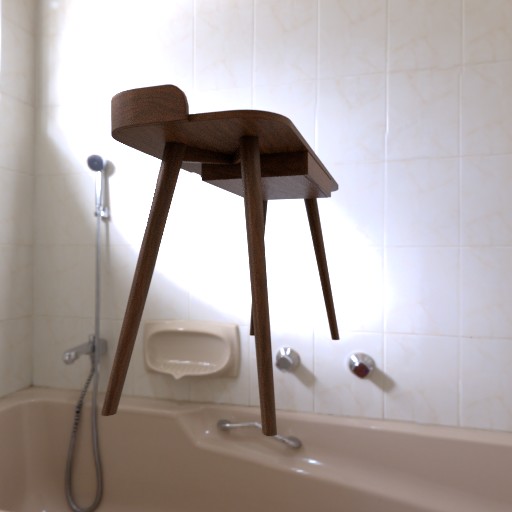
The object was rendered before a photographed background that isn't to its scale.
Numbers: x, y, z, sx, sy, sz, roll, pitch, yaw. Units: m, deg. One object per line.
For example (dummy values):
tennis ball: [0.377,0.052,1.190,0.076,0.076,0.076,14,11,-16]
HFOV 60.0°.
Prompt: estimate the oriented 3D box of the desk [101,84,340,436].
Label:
desk: [0.000,0.000,1.633,0.486,0.800,1.256,0,0,17]
